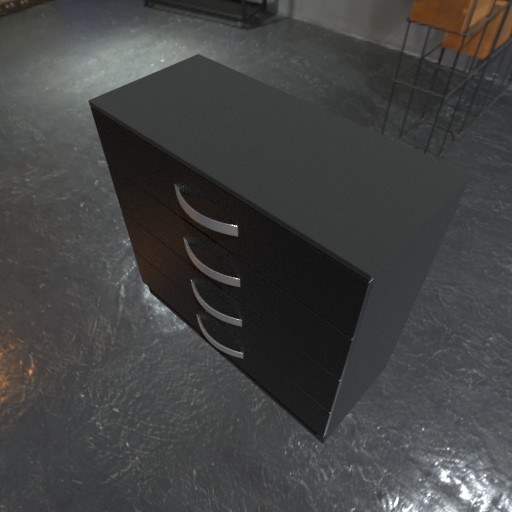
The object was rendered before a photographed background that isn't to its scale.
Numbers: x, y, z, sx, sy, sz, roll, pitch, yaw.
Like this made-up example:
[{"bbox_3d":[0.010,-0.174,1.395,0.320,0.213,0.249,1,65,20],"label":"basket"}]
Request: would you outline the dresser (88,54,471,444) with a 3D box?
[{"bbox_3d":[0.000,0.000,1.165,0.750,0.720,0.360,35,56,27],"label":"dresser"}]
